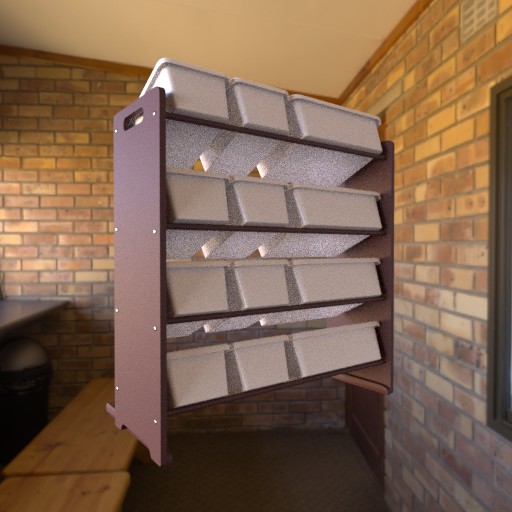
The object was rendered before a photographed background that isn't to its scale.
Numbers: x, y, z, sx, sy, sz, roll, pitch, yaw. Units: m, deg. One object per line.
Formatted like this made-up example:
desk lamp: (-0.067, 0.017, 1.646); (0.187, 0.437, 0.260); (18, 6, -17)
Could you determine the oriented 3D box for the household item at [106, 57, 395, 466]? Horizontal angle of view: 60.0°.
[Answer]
household item: (0.000, 0.000, 1.300); (0.787, 0.864, 0.389); (-1, 1, -37)
